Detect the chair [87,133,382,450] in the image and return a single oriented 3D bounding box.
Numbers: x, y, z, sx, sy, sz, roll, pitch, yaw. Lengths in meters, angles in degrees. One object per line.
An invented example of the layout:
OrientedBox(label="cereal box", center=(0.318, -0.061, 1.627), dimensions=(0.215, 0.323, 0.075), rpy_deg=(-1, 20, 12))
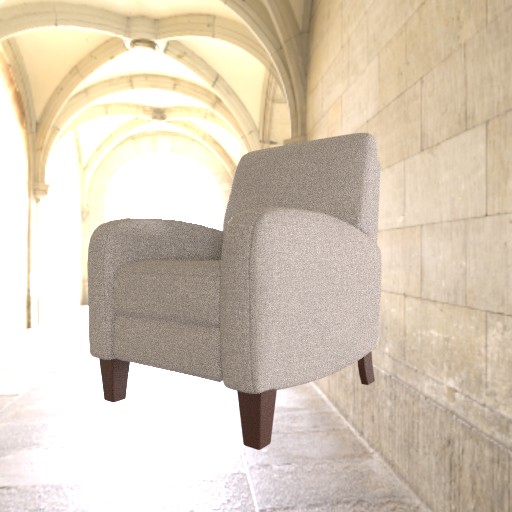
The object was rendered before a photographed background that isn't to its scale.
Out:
OrientedBox(label="chair", center=(0.000, 0.000, 1.665), dimensions=(0.762, 0.990, 0.990), rpy_deg=(0, 0, 37))
